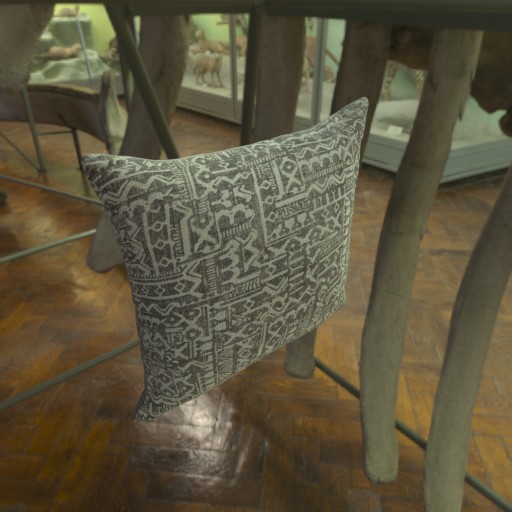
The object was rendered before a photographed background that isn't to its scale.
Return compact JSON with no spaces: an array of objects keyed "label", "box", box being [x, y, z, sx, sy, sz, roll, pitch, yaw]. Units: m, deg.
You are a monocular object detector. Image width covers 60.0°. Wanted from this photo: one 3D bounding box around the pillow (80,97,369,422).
[{"label":"pillow","box":[0.000,0.000,0.800,0.546,0.487,0.180,-23,38,-33]}]
